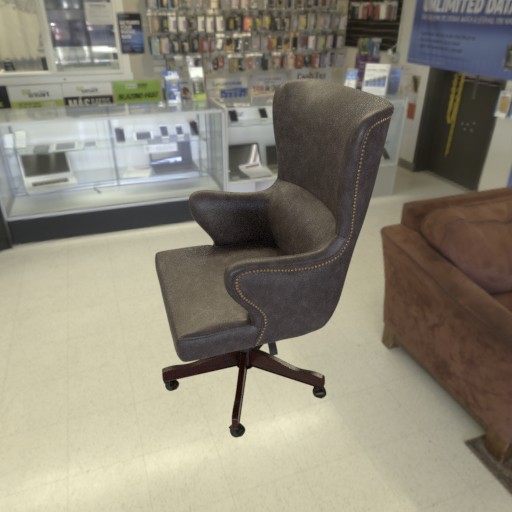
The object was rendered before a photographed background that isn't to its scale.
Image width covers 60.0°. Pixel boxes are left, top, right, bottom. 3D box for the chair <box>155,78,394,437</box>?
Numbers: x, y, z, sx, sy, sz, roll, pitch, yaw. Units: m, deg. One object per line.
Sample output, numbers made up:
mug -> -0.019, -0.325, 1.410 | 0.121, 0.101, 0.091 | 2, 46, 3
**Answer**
chair -> 0.000, 0.000, 1.492 | 0.717, 1.037, 0.594 | -9, 31, -15
